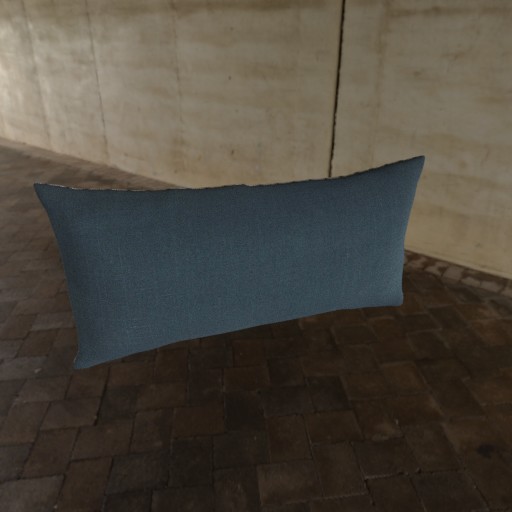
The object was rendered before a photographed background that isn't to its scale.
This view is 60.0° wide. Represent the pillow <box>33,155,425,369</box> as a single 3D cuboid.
[{"bbox_3d":[0.000,0.000,0.726,0.609,0.305,0.151,-9,28,-17],"label":"pillow"}]
